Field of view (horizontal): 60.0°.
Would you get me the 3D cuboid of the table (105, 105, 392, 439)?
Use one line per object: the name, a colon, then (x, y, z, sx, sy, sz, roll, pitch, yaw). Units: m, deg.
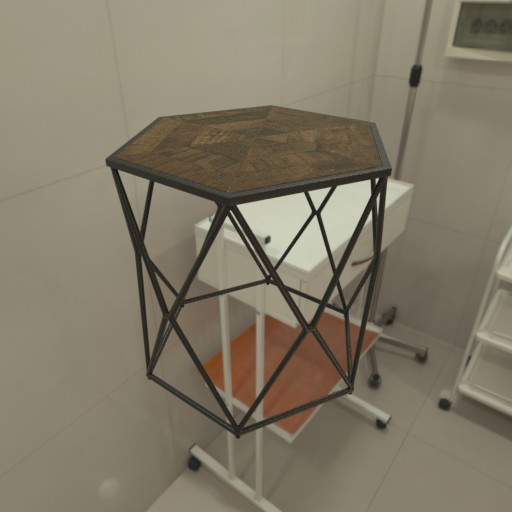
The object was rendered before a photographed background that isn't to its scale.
table: (0.000, 0.000, 1.051, 0.578, 0.564, 0.579, 21, 37, 31)
